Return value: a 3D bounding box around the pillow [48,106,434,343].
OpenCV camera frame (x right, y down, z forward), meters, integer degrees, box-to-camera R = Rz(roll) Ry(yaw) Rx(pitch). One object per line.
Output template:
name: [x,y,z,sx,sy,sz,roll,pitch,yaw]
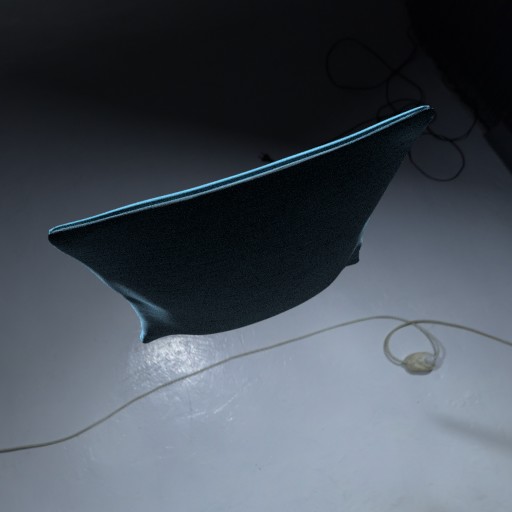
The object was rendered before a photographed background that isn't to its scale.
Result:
pillow: [0.000,0.000,0.639,0.433,0.415,0.151,-20,66,-9]
